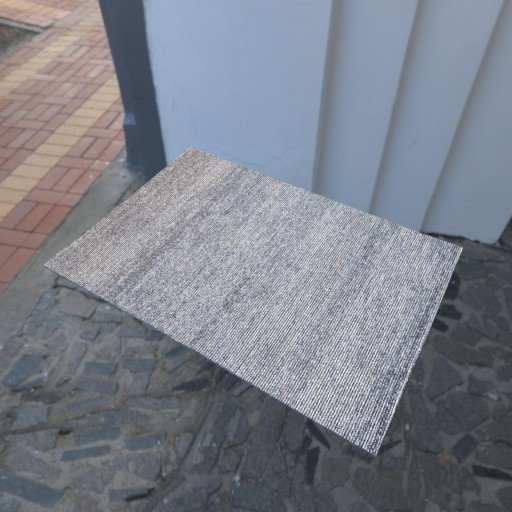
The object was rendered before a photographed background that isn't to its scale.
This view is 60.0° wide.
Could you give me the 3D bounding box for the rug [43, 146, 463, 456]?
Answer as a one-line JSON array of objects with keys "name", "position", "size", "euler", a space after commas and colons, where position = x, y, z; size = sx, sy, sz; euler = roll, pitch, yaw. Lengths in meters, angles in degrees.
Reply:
[{"name": "rug", "position": [0.000, 0.000, 2.990], "size": [2.349, 0.030, 1.624], "euler": [24, 52, 21]}]
